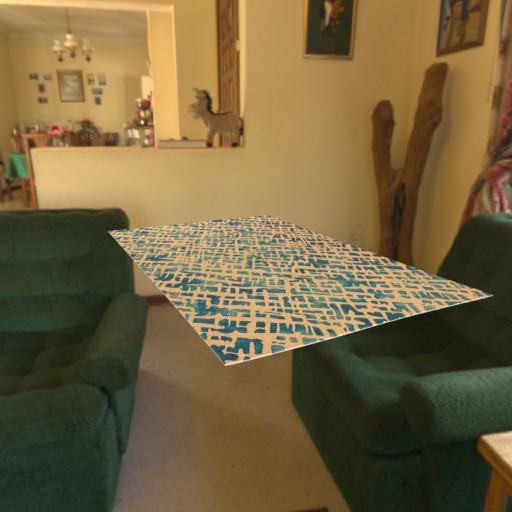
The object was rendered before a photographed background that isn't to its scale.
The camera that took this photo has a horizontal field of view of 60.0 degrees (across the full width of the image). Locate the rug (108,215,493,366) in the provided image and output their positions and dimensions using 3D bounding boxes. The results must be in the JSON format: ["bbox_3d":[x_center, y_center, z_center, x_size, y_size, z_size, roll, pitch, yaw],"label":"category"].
[{"bbox_3d":[0.000,0.000,3.001,1.520,0.011,2.447,-8,18,-26],"label":"rug"}]
